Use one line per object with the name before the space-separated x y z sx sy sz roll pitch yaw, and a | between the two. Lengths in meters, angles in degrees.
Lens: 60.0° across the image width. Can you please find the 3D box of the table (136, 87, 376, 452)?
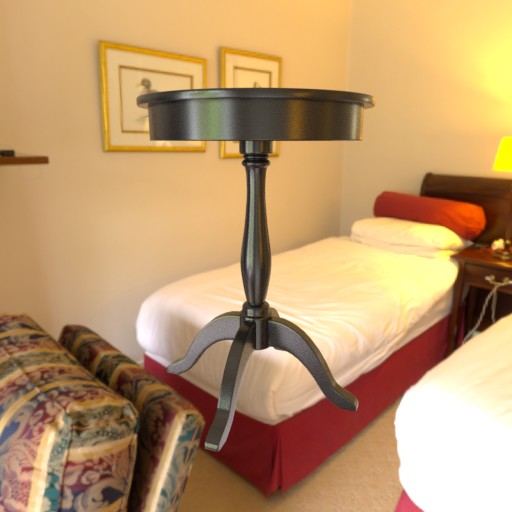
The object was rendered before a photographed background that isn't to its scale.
table | 0.000 0.000 0.997 0.481 0.665 0.481 0 15 0
